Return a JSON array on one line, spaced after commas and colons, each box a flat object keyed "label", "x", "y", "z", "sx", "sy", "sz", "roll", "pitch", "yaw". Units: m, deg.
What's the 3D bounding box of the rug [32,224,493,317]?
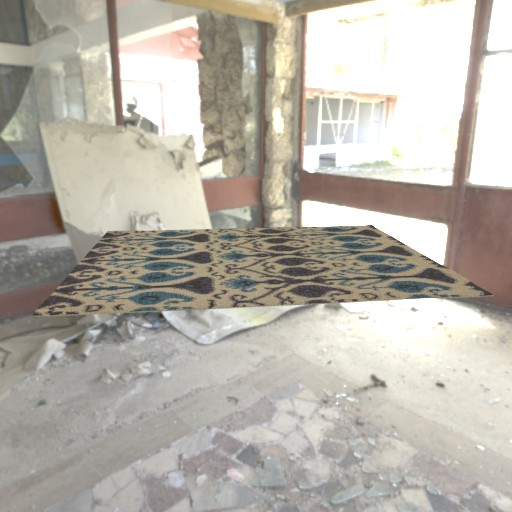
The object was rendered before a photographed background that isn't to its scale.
[{"label": "rug", "x": 0.000, "y": 0.000, "z": 4.219, "sx": 3.228, "sy": 0.024, "sz": 2.443, "roll": -2, "pitch": 16, "yaw": -7}]
